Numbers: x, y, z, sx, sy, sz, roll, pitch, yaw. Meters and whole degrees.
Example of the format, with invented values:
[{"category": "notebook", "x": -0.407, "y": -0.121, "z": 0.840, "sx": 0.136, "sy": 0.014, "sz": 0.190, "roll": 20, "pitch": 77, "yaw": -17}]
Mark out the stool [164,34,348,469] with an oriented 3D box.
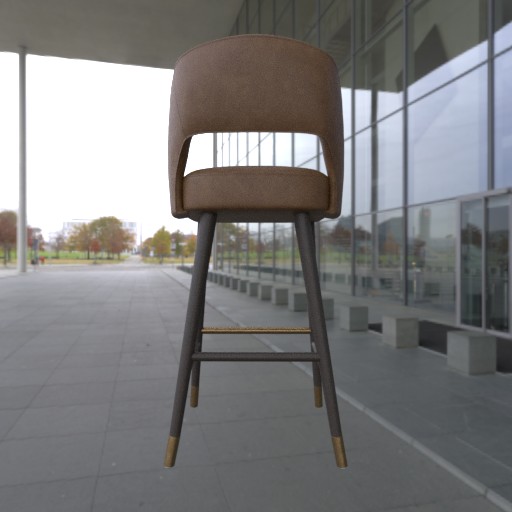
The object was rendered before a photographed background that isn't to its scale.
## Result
[{"category": "stool", "x": 0.000, "y": 0.000, "z": 1.280, "sx": 0.494, "sy": 1.037, "sz": 0.509, "roll": 0, "pitch": 0, "yaw": 0}]
